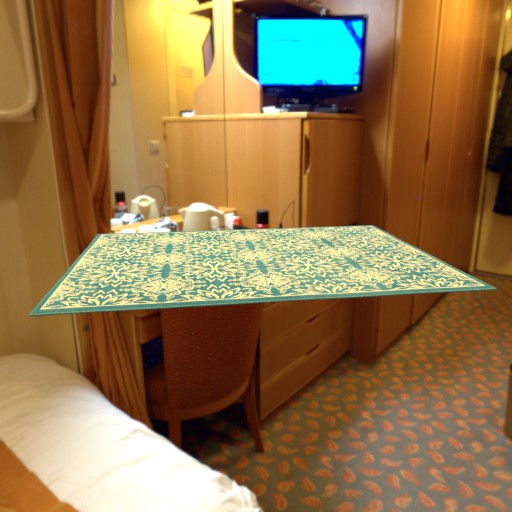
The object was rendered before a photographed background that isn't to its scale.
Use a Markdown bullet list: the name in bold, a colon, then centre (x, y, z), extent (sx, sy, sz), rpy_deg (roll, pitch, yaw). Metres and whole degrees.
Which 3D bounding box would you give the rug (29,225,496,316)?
- **rug**: centre (0.000, 0.000, 2.798), extent (2.205, 0.012, 1.554), rpy_deg (-2, 16, -8)
